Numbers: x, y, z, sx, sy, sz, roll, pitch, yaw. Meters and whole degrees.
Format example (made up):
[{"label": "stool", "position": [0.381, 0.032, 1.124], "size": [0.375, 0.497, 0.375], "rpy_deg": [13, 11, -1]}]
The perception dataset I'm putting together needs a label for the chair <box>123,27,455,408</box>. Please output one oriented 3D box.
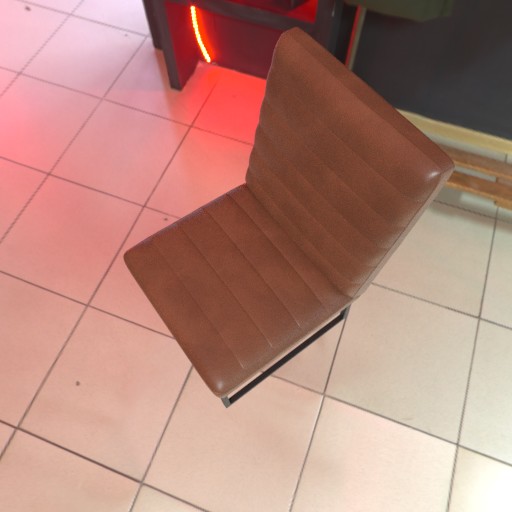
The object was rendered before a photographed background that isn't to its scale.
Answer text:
[{"label": "chair", "position": [0.000, 0.000, 1.279], "size": [0.634, 0.930, 0.520], "rpy_deg": [-34, 69, -15]}]
